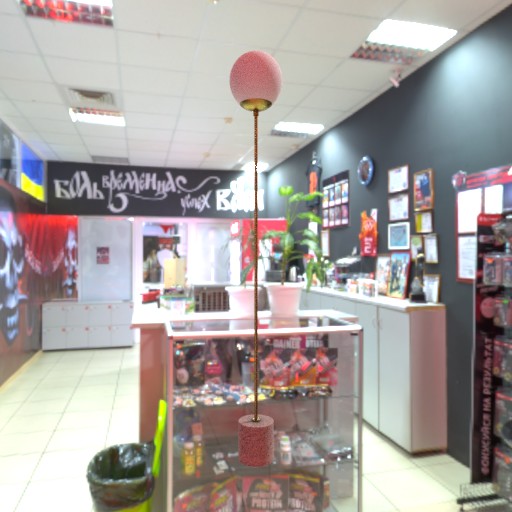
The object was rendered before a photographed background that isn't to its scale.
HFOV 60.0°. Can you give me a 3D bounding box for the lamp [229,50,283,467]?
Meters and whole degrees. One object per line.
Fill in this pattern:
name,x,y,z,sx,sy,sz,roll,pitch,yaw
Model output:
lamp,0.000,0.000,1.910,0.229,1.748,0.229,0,0,18
